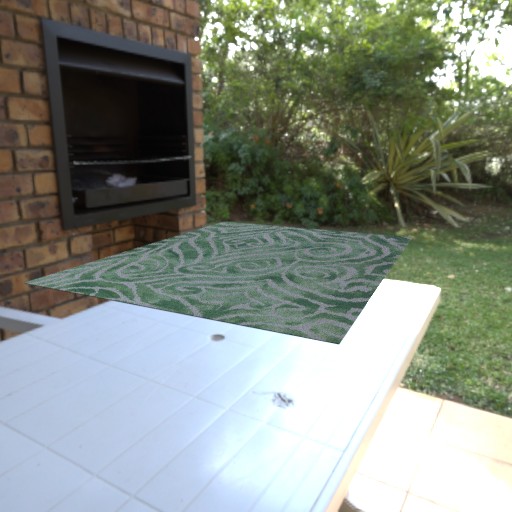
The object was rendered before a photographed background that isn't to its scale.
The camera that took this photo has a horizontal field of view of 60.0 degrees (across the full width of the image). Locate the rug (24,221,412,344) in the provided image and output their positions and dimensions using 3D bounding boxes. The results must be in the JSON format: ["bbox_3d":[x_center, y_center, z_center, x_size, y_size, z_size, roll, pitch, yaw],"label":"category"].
[{"bbox_3d":[0.000,0.000,4.170,2.436,0.007,3.045,7,16,25],"label":"rug"}]
